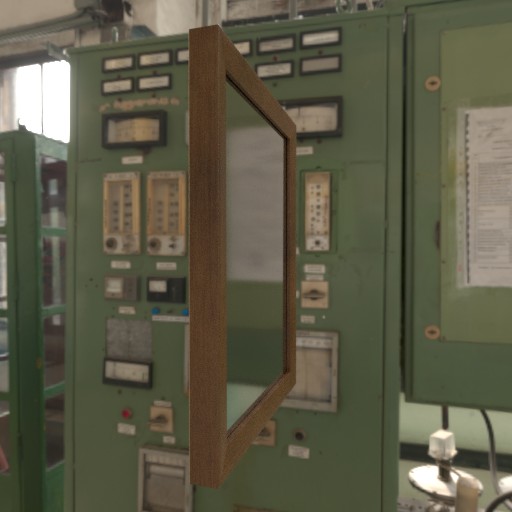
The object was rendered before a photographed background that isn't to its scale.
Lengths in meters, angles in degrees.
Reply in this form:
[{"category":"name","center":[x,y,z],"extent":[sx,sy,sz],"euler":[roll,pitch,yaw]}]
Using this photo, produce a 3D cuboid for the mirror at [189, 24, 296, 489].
[{"category":"mirror","center":[0.000,0.000,0.683],"extent":[0.041,0.508,0.405],"euler":[0,1,17]}]
